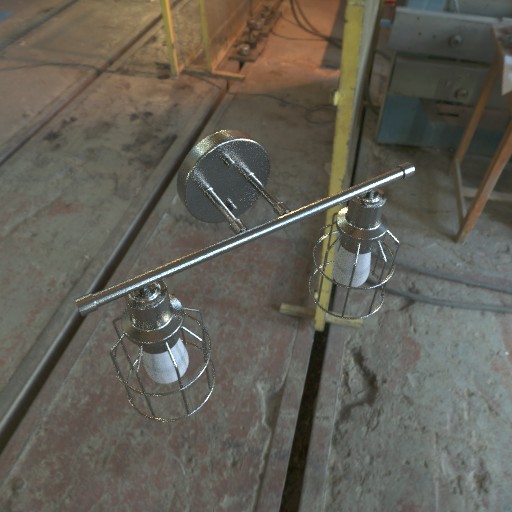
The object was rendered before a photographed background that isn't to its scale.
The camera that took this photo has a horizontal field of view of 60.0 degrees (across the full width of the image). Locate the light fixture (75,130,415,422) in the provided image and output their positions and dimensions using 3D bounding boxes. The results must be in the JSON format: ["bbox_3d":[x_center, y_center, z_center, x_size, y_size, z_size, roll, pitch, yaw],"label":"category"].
[{"bbox_3d":[0.000,0.000,0.537,0.406,0.254,0.165,-24,52,-21],"label":"light fixture"}]
